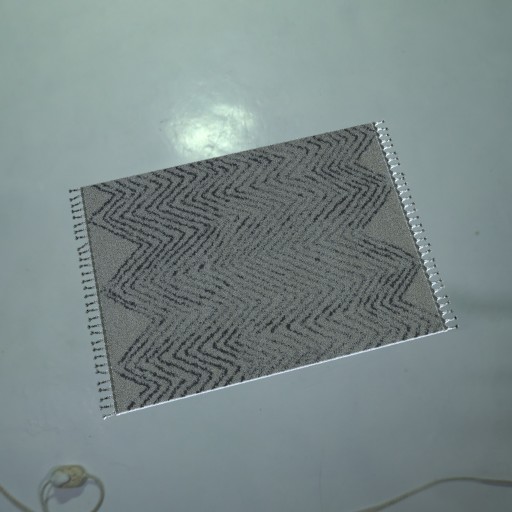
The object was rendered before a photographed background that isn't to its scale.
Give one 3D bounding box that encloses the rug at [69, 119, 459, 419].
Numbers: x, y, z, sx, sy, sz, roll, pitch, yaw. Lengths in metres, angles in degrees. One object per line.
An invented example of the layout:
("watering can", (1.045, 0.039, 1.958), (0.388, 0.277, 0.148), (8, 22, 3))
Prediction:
("rug", (0.000, 0.000, 2.337), (1.847, 0.014, 1.230), (-13, 76, -3))
